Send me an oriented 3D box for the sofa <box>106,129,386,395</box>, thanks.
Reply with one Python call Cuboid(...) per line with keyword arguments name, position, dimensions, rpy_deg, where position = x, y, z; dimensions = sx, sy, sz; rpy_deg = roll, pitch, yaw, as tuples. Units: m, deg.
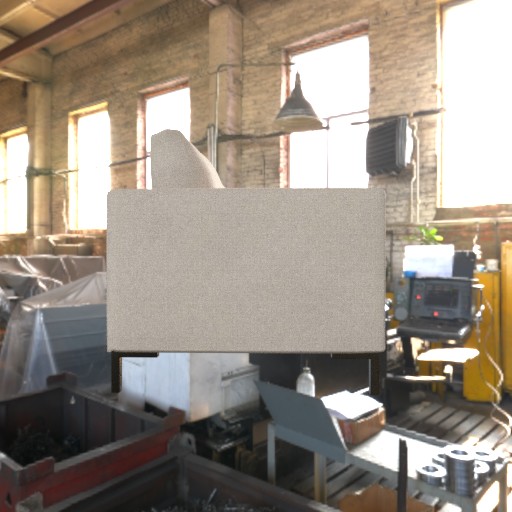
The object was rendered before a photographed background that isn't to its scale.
Cuboid(name="sofa", position=(0.000, 0.000, 2.154), dimensions=(0.875, 0.840, 1.682), rpy_deg=(0, 0, 2))
